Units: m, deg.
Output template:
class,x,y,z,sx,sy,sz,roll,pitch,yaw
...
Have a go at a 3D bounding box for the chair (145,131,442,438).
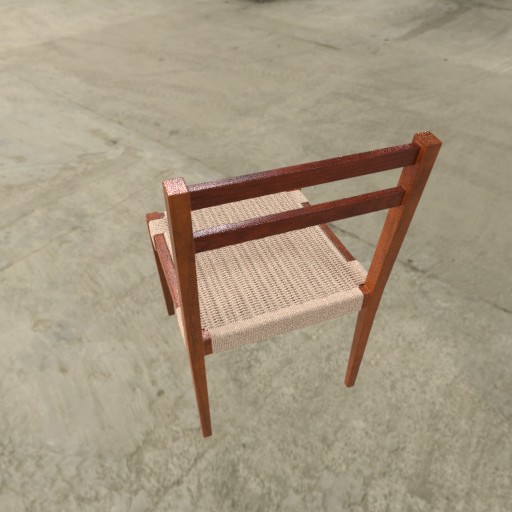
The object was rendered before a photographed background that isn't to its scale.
class,x,y,z,sx,sy,sz,roll,pitch,yaw
chair,0.000,0.000,1.192,0.495,0.851,0.569,-14,43,-15
